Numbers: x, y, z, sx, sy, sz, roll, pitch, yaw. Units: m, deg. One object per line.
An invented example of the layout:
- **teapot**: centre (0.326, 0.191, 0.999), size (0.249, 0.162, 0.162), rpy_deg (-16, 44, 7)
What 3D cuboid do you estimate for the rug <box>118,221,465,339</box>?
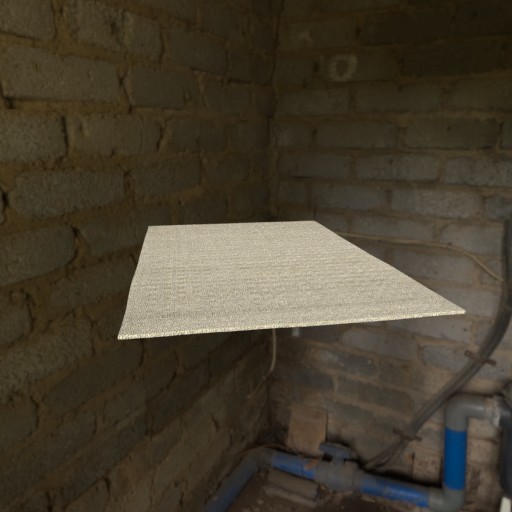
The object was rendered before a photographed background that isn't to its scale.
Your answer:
- **rug**: centre (0.000, 0.000, 2.967), size (1.532, 0.018, 2.297), rpy_deg (-3, 15, -10)
